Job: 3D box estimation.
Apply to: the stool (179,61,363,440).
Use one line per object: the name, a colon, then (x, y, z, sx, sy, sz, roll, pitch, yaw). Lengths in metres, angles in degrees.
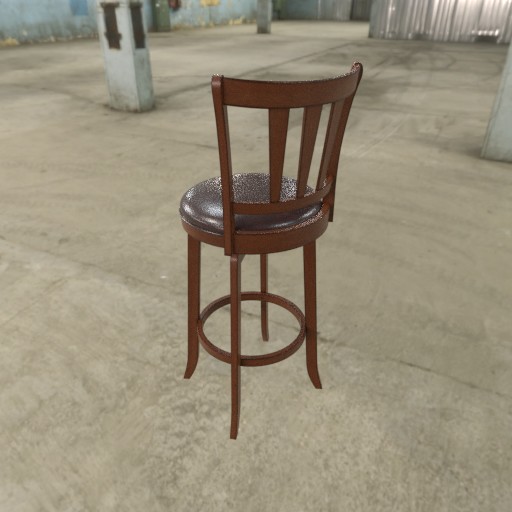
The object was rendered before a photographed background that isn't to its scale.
stool: (0.000, 0.000, 1.459, 0.464, 1.177, 0.503, -19, 35, -30)
